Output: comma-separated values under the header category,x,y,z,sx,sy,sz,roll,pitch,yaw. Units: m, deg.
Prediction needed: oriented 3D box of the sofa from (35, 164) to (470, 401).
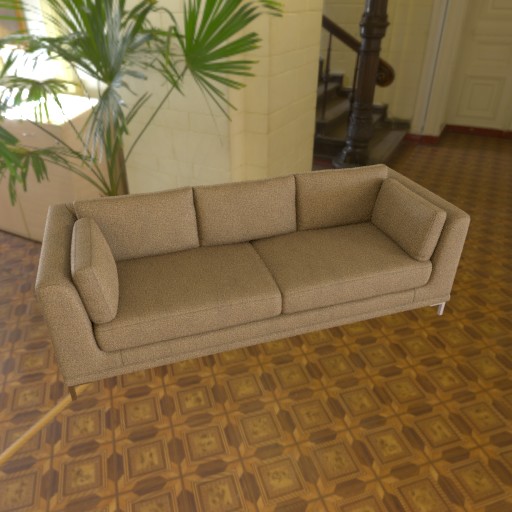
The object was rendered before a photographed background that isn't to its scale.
category,x,y,z,sx,sy,sz,roll,pitch,yaw
sofa,0.000,0.000,2.858,2.415,0.867,0.969,-10,32,-16
